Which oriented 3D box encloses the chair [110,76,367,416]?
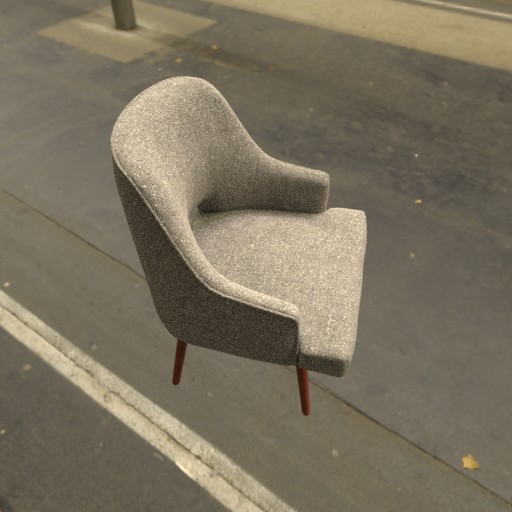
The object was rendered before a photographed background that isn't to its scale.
[{"bbox_3d":[0.000,0.000,1.298,0.629,0.875,0.608,10,46,10],"label":"chair"}]
